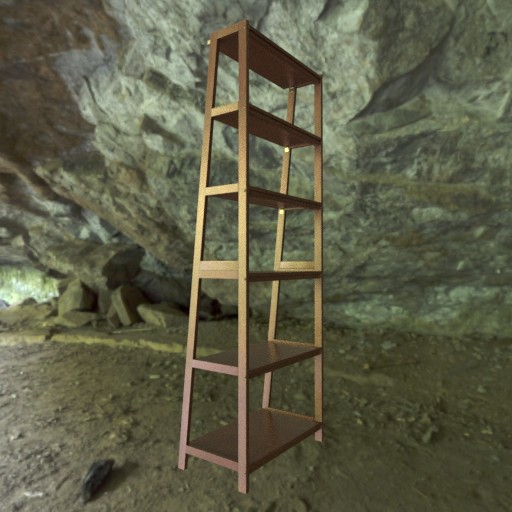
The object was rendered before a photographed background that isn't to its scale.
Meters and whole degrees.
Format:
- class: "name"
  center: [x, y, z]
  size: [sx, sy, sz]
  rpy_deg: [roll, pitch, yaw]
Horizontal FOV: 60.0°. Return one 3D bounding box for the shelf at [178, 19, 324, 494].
- class: "shelf"
  center: [0.000, 0.000, 2.141]
  size: [0.382, 1.892, 0.660]
  rpy_deg: [-1, -1, 36]
